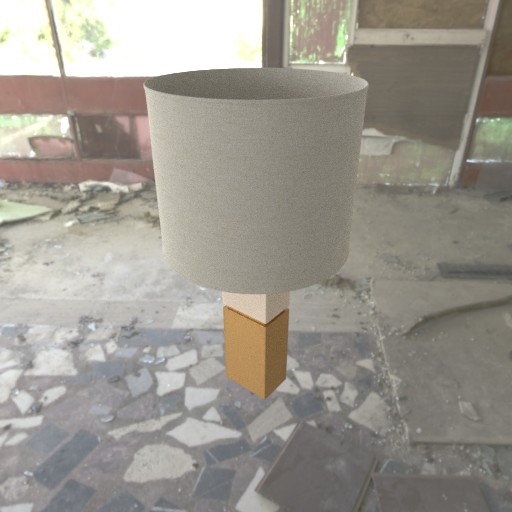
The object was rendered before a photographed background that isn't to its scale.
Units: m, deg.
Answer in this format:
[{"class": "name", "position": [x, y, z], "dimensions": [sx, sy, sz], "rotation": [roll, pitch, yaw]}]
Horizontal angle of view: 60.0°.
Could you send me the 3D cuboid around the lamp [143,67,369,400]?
[{"class": "lamp", "position": [0.000, 0.000, 0.561], "dimensions": [0.229, 0.417, 0.229], "rotation": [21, 35, 33]}]
